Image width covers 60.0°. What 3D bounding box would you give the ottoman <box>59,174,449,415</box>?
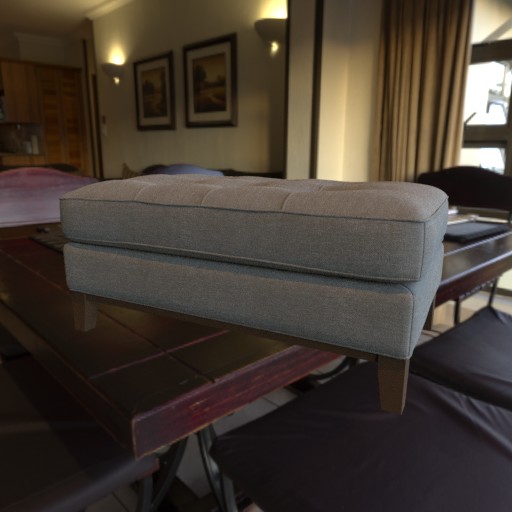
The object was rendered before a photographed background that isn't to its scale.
[{"bbox_3d":[0.000,0.000,1.478,1.143,0.514,0.648,7,15,27],"label":"ottoman"}]
